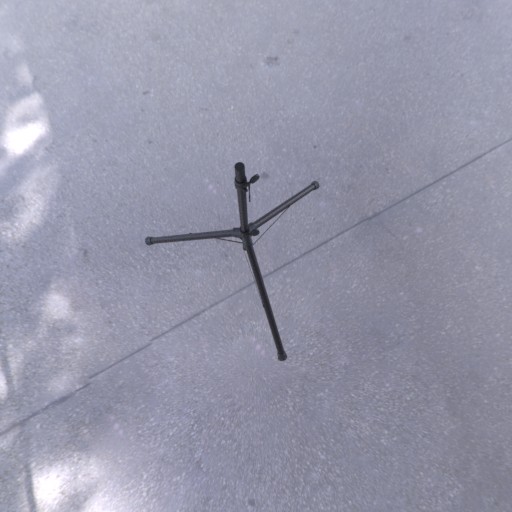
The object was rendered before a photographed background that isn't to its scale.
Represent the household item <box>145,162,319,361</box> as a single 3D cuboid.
[{"bbox_3d":[0.000,0.000,1.908,1.045,1.136,0.907,-17,76,-4],"label":"household item"}]
